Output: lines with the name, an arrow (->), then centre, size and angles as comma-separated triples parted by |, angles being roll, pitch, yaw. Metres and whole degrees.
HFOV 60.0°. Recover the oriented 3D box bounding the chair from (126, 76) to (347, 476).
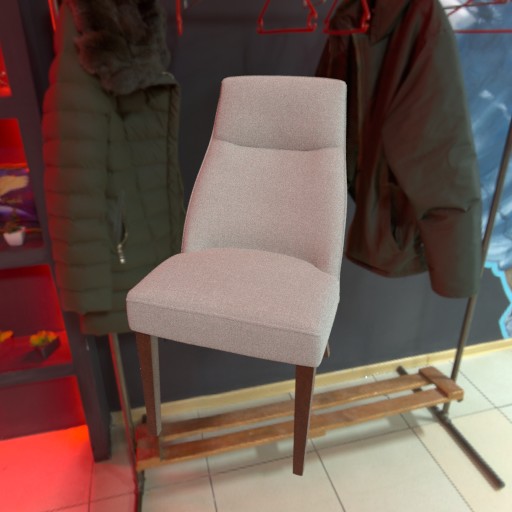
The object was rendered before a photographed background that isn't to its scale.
chair -> 0.000, 0.000, 1.279 | 0.500, 0.930, 0.620 | 8, 27, 16
